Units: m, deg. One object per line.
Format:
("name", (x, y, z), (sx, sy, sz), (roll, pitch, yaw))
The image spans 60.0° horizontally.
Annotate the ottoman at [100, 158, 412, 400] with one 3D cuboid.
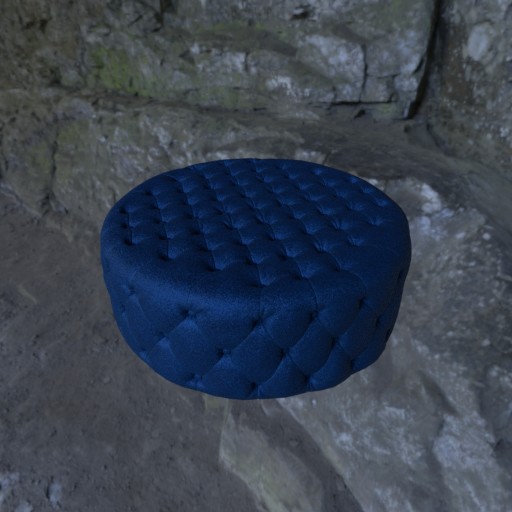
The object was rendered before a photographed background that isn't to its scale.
("ottoman", (0.000, 0.000, 1.516), (0.998, 0.398, 0.998), (0, 33, 0))
